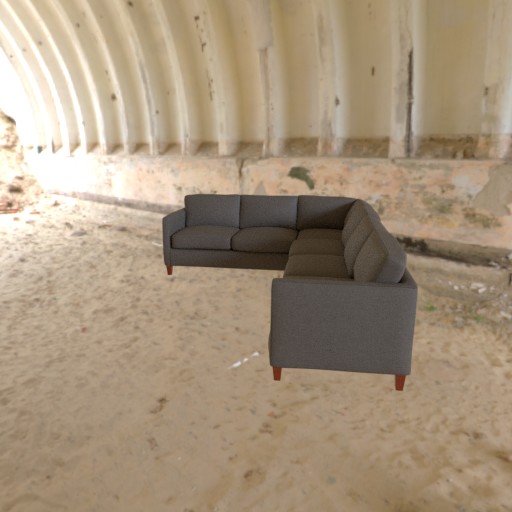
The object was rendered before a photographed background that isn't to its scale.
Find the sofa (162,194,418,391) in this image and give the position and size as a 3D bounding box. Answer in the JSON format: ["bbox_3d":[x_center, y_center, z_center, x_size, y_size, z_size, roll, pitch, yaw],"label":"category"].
[{"bbox_3d":[0.000,0.000,4.493,2.593,0.947,3.302,2,14,9],"label":"sofa"}]
